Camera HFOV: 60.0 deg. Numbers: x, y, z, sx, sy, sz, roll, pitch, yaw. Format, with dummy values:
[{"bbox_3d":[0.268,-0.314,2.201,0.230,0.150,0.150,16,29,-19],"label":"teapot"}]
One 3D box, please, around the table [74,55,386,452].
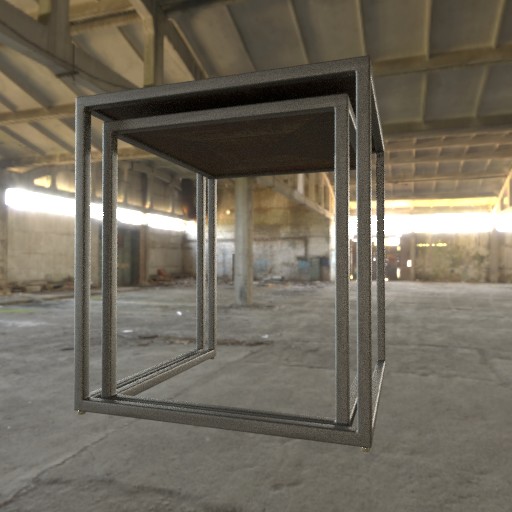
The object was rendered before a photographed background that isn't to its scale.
[{"bbox_3d":[0.000,0.000,0.834,0.450,0.500,0.449,0,-1,18],"label":"table"}]
